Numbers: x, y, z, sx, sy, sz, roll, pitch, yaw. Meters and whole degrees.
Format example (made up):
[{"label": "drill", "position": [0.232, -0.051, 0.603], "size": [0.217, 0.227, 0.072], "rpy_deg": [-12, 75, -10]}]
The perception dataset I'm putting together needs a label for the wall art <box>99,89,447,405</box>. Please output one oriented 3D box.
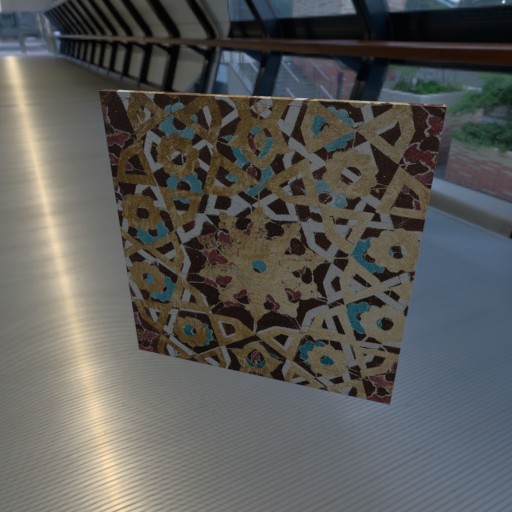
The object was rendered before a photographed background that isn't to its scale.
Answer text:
[{"label": "wall art", "position": [0.000, 0.000, 1.116], "size": [0.757, 0.762, 0.028], "rpy_deg": [8, 29, 15]}]
